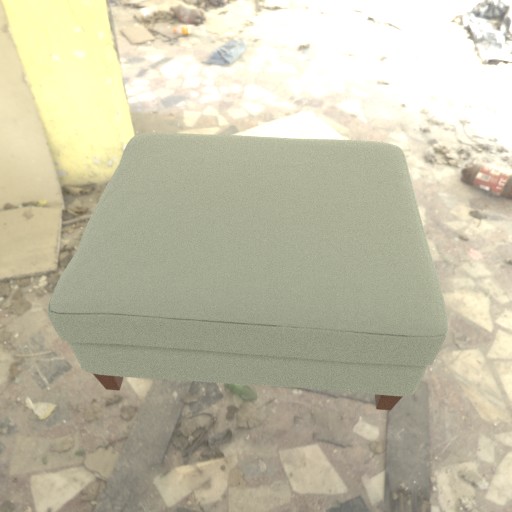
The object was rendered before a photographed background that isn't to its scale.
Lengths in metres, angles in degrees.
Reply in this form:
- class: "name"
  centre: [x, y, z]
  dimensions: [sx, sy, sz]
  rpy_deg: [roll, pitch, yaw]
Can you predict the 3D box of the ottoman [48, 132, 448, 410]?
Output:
- class: "ottoman"
  centre: [0.000, 0.000, 1.471]
  dimensions: [0.991, 0.494, 0.842]
  rpy_deg: [3, 47, 3]
